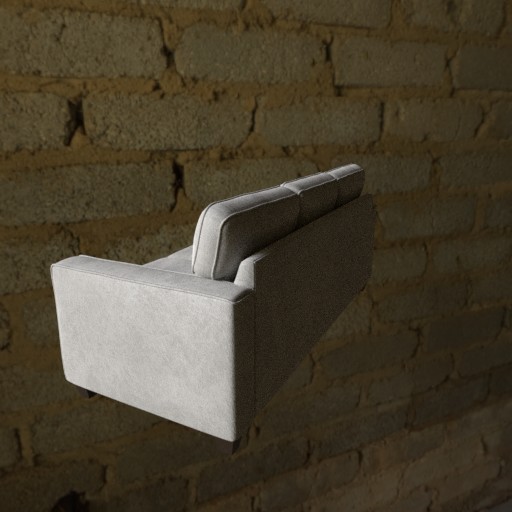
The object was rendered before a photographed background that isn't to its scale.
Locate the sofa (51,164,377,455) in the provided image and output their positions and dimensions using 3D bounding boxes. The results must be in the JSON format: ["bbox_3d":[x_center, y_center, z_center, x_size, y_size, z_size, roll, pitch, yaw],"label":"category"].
[{"bbox_3d":[0.000,0.000,2.631,0.939,0.965,2.133,9,19,26],"label":"sofa"}]
